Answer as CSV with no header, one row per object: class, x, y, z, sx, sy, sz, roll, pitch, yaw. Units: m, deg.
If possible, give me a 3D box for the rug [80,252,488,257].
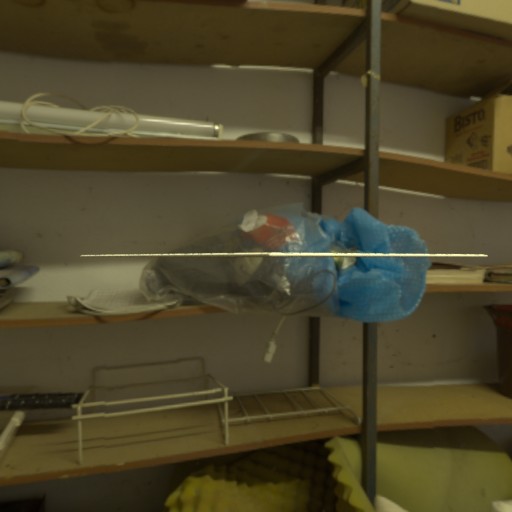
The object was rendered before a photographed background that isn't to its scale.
rug,0.000,0.000,2.868,1.586,0.014,2.197,0,0,-38
